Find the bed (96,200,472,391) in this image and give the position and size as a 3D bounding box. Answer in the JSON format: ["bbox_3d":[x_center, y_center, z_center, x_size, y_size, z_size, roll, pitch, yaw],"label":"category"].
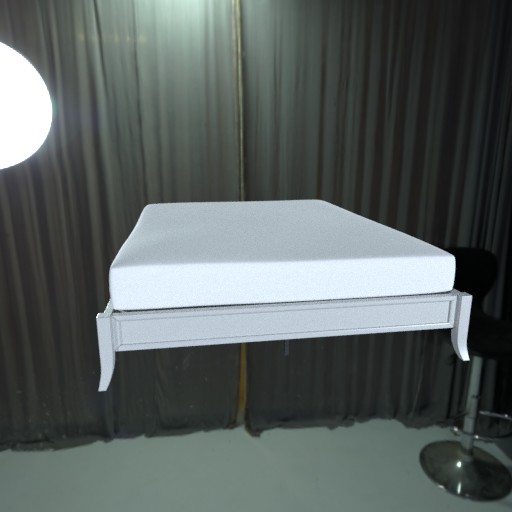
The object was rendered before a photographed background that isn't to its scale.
[{"bbox_3d":[0.000,0.000,2.814,1.604,0.510,2.108,-2,14,-9],"label":"bed"}]
